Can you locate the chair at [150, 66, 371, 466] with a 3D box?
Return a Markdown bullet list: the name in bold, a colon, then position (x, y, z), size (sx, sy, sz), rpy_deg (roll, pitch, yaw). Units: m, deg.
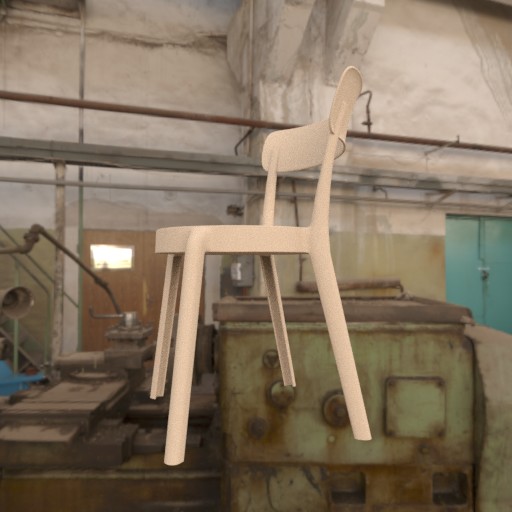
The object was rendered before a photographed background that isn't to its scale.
- **chair**: position (0.000, 0.000, 1.111), size (0.491, 0.790, 0.506), rpy_deg (0, -1, -17)
